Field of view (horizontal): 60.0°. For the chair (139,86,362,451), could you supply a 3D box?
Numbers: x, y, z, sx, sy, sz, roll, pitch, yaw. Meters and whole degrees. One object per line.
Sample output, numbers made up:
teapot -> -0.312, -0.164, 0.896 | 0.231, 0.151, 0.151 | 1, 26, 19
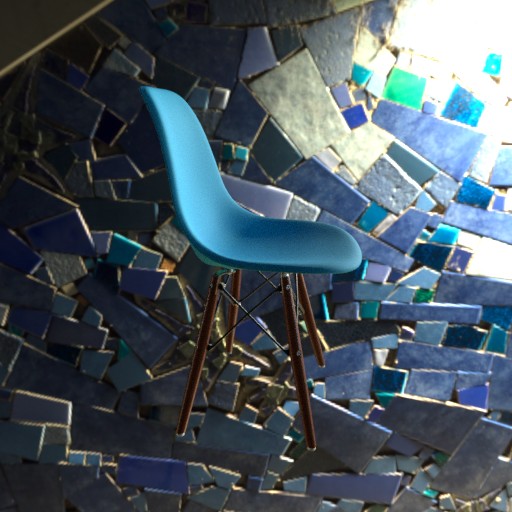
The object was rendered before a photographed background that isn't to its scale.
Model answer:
chair -> 0.000, 0.000, 1.150 | 0.533, 0.826, 0.470 | 3, 17, 11
